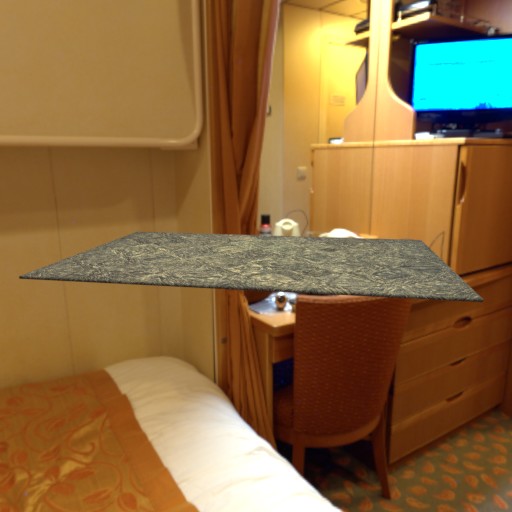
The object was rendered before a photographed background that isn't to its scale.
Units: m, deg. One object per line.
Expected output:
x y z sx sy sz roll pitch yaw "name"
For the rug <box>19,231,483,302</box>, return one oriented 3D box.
0.000 0.000 2.893 2.330 0.017 1.478 2 13 10 "rug"
